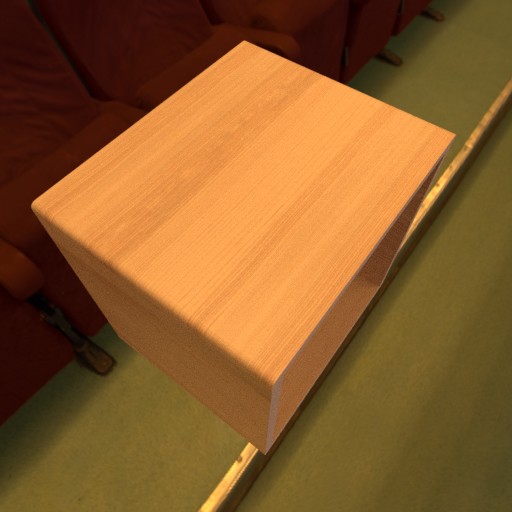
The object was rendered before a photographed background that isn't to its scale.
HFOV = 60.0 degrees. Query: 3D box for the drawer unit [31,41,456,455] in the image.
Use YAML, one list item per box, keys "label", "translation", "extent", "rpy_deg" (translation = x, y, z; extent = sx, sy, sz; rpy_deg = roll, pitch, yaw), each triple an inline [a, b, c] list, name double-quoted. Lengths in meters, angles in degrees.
- label: "drawer unit"
  translation: [0.000, 0.000, 0.600]
  extent: [0.290, 0.344, 0.344]
  rpy_deg: [32, 63, 19]
